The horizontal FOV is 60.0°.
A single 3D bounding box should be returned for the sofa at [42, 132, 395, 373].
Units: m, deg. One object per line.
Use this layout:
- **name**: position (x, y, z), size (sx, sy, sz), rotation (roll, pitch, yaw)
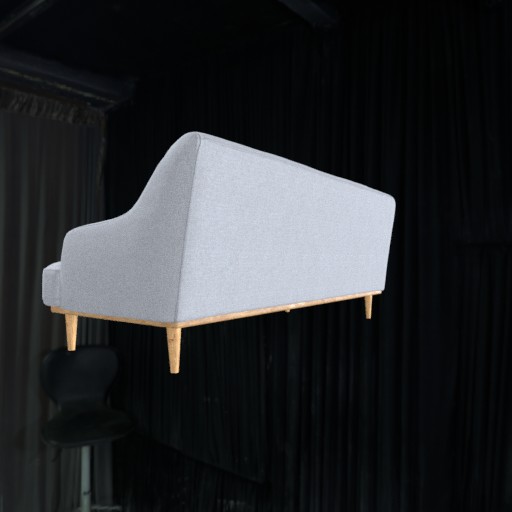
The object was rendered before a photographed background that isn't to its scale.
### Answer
- **sofa**: position (0.000, 0.000, 2.566), size (0.978, 0.871, 2.057), rotation (0, -1, 36)
